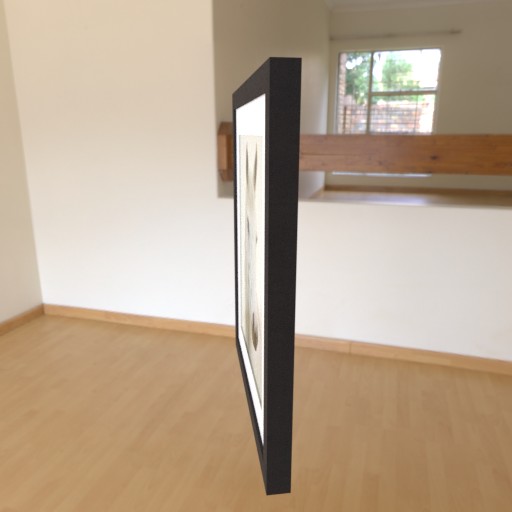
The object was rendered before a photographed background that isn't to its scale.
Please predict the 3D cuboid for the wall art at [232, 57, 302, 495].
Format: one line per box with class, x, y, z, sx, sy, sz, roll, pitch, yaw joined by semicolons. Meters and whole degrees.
wall art;0.000;0.000;0.751;0.034;0.552;0.455;-2;16;-8
